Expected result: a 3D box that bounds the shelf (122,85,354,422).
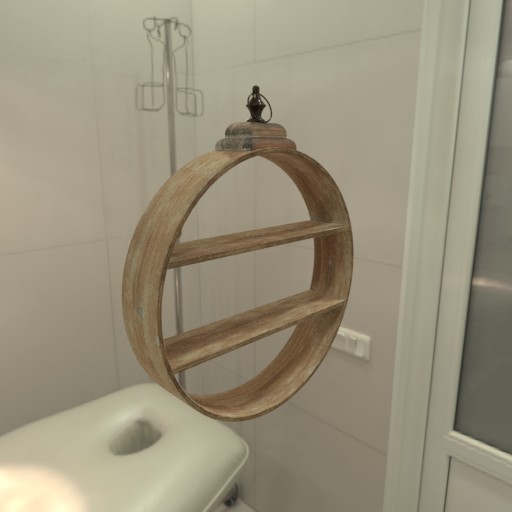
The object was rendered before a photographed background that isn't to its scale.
[{"bbox_3d":[0.000,0.000,1.001,0.601,0.725,0.125,-13,19,-43],"label":"shelf"}]
